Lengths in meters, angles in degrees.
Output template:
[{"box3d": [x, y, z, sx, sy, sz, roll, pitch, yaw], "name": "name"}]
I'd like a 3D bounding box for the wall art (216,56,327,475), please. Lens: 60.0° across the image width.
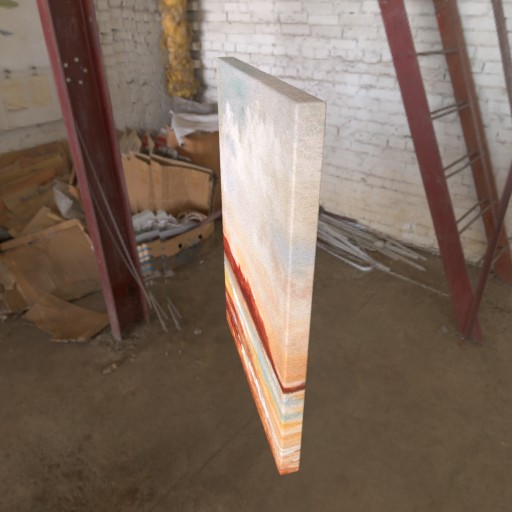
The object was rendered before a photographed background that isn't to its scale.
[{"box3d": [0.000, 0.000, 0.786, 0.035, 0.605, 0.443, -8, 31, -13], "name": "wall art"}]
